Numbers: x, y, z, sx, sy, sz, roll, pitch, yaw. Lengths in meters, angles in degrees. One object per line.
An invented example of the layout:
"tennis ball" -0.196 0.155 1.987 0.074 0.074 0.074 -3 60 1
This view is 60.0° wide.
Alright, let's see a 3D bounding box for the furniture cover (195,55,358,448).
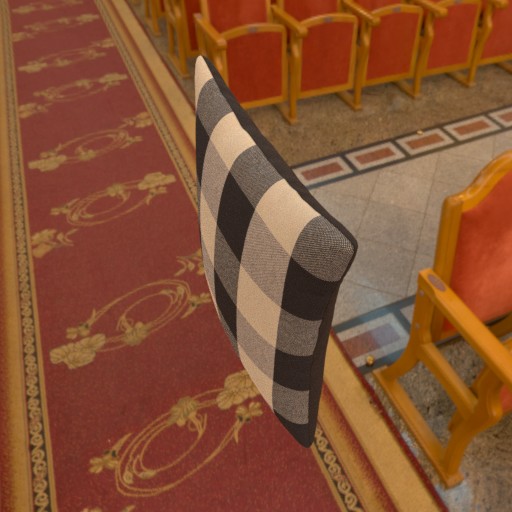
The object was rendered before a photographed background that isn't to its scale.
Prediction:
"furniture cover" 0.000 0.000 0.779 0.161 0.509 0.511 -16 48 -15
